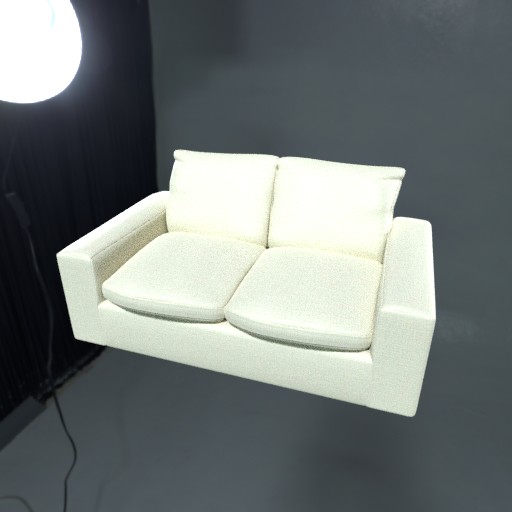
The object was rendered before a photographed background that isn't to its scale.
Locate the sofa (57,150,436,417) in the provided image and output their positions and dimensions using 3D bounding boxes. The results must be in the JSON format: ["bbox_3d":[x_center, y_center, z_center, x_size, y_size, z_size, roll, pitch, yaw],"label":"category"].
[{"bbox_3d":[0.000,0.000,2.363,1.754,0.875,1.091,8,28,17],"label":"sofa"}]
